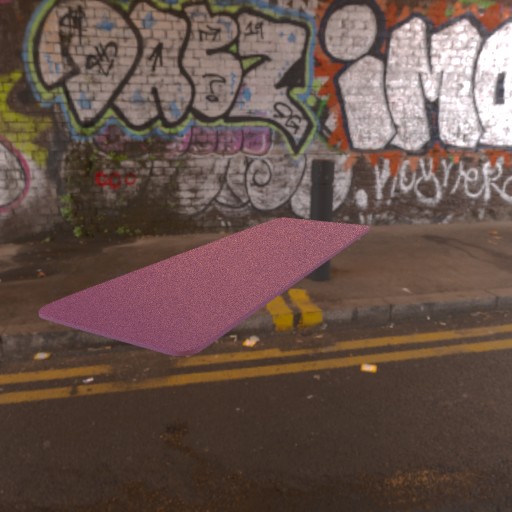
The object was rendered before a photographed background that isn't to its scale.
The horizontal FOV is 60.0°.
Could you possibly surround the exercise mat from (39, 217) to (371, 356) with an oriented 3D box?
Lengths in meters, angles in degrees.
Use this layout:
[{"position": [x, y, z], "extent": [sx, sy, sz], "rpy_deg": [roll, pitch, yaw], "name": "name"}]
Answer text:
[{"position": [0.000, 0.000, 2.059], "extent": [0.616, 0.021, 1.869], "rpy_deg": [8, 18, 27], "name": "exercise mat"}]
